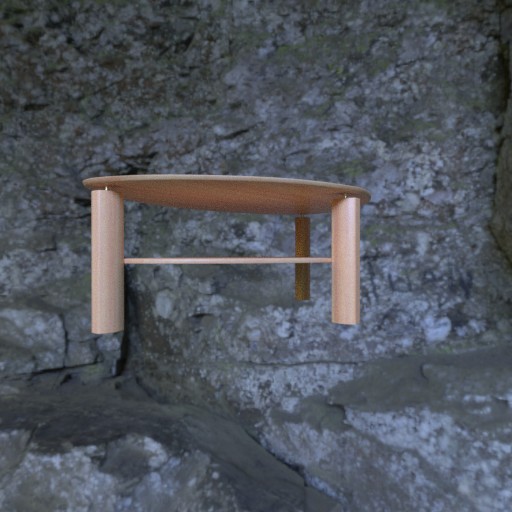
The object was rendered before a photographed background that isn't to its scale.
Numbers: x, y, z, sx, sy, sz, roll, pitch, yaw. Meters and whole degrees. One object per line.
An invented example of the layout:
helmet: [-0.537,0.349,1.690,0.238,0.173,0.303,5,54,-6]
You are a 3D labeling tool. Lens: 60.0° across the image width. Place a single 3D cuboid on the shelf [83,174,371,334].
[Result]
shelf: [0.000,0.000,1.674,0.845,0.440,1.246,0,0,36]
